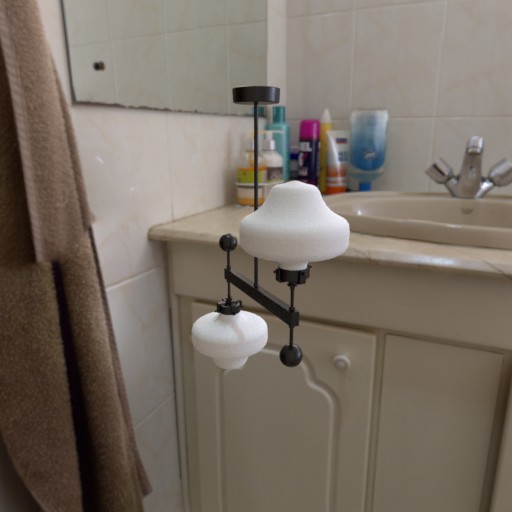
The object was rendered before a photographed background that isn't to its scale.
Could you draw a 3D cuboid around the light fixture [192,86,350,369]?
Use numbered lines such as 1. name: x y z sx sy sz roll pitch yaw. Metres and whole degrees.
1. light fixture: 0.000 0.000 1.046 0.489 0.743 0.422 7 17 26
